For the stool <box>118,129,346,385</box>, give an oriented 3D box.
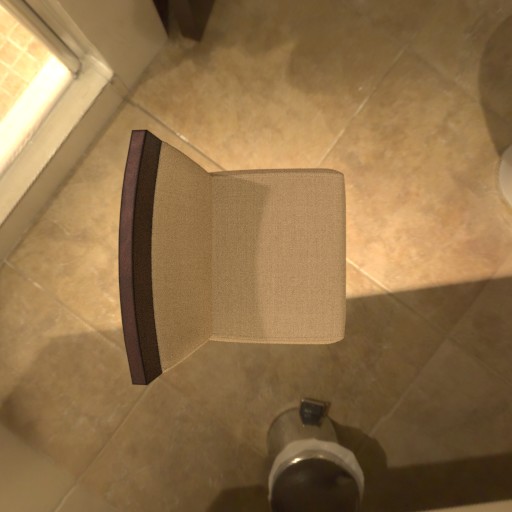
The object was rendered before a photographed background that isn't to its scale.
[{"bbox_3d":[0.000,0.000,1.427,0.531,1.117,0.511,0,90,1],"label":"stool"}]
